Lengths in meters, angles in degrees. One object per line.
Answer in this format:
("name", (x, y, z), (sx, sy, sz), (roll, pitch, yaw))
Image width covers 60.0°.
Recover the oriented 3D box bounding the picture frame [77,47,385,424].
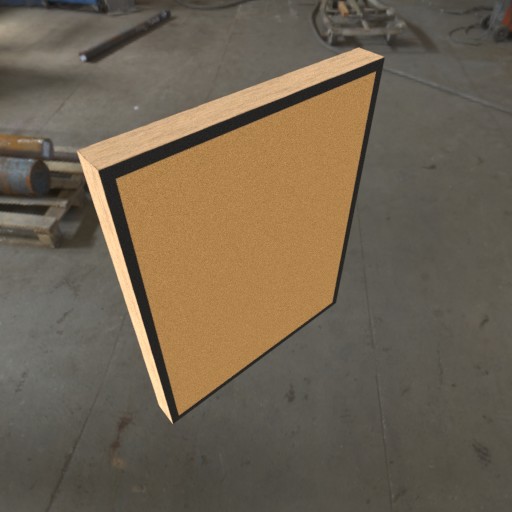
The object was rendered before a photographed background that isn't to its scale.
("picture frame", (0.000, 0.000, 0.703), (0.421, 0.526, 0.046), (-31, 52, -27))
